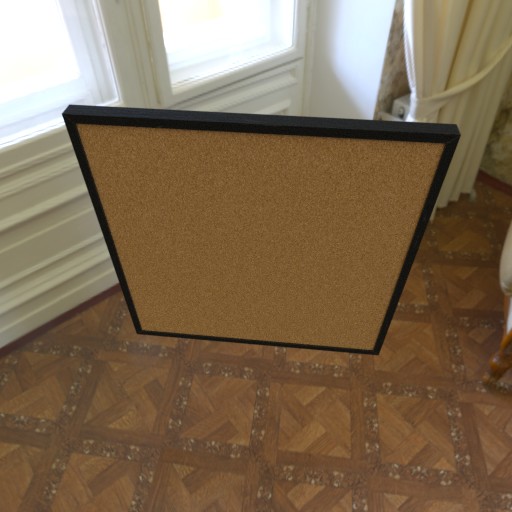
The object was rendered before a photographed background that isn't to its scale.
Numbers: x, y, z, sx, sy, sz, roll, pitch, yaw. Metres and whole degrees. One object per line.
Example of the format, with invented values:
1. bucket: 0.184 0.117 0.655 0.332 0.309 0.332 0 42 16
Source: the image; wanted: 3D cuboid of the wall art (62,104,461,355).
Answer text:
1. wall art: 0.000 0.000 1.127 0.761 0.761 0.037 4 46 4
